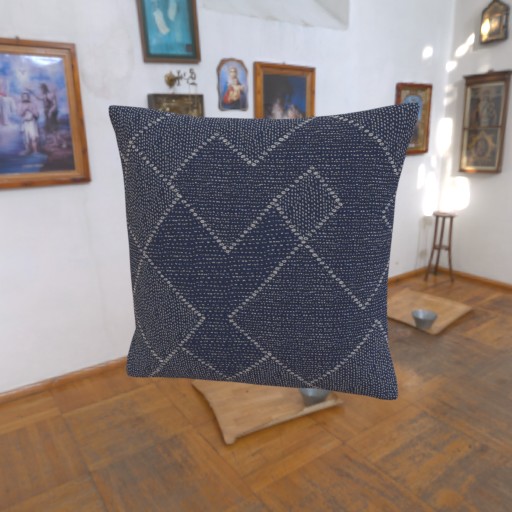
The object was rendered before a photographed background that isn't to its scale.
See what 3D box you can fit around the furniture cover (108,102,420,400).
[{"bbox_3d":[0.000,0.000,0.769,0.511,0.503,0.162,2,15,9],"label":"furniture cover"}]
